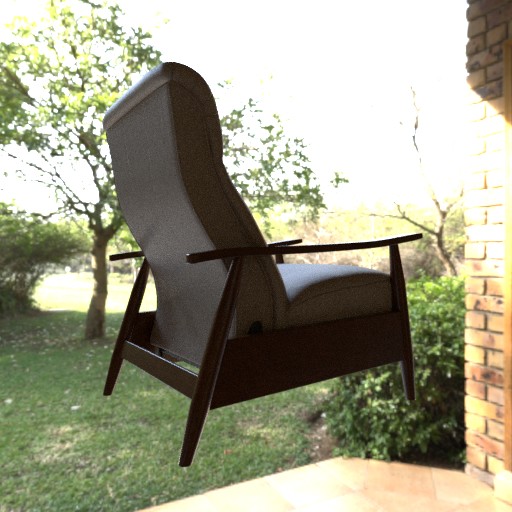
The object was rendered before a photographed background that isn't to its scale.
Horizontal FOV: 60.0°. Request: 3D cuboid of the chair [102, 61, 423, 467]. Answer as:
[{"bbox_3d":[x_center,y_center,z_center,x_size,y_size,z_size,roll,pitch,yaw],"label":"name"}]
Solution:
[{"bbox_3d":[0.000,0.000,1.704,1.030,1.082,0.762,0,0,-34],"label":"chair"}]
